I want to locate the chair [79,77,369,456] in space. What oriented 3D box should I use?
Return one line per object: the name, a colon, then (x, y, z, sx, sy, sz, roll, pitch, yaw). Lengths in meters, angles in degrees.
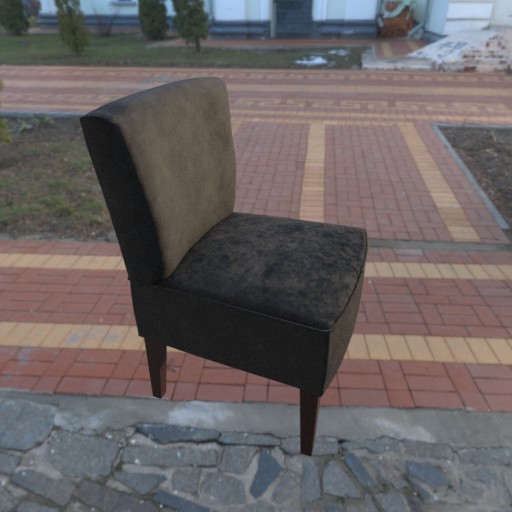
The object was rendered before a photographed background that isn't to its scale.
chair: (0.000, 0.000, 1.155, 0.554, 0.806, 0.521, 10, 32, 18)
